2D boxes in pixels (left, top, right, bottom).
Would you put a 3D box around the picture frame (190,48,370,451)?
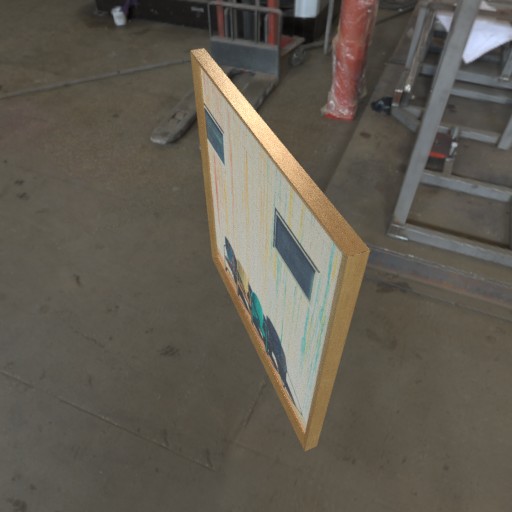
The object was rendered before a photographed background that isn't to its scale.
[{"bbox_3d":[0.000,0.000,1.144,0.037,0.761,0.758,-17,49,-15],"label":"picture frame"}]
